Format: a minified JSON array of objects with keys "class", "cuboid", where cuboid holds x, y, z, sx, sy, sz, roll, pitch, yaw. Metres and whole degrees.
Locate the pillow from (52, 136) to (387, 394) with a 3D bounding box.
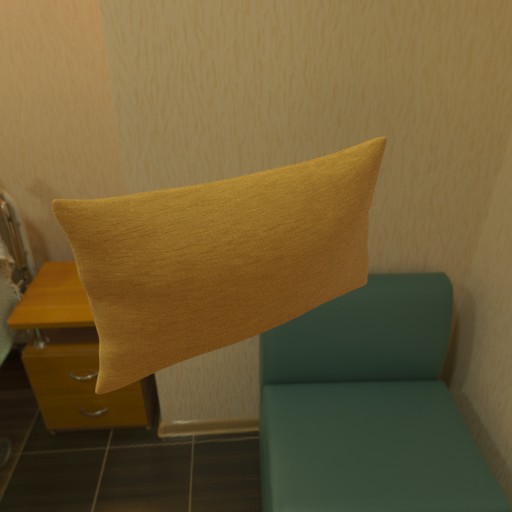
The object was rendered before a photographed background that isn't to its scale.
[{"class":"pillow","cuboid":[0.000,0.000,0.807,0.634,0.354,0.210,-18,34,-29]}]
